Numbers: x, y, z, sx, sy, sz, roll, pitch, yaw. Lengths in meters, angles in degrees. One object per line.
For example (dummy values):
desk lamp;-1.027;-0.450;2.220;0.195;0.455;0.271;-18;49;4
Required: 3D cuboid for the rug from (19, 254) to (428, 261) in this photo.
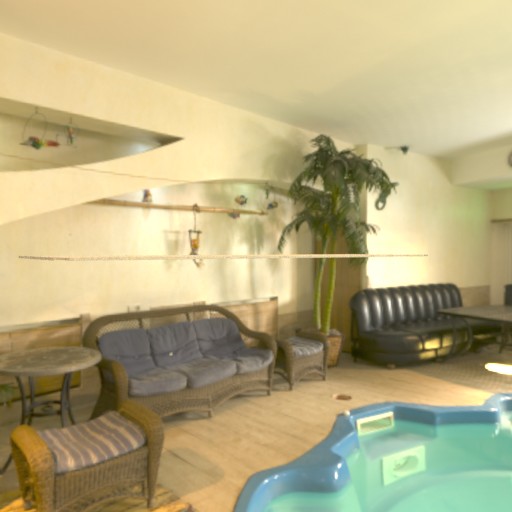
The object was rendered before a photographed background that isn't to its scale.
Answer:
rug;0.000;0.000;2.787;2.544;0.015;0.795;0;1;-37
